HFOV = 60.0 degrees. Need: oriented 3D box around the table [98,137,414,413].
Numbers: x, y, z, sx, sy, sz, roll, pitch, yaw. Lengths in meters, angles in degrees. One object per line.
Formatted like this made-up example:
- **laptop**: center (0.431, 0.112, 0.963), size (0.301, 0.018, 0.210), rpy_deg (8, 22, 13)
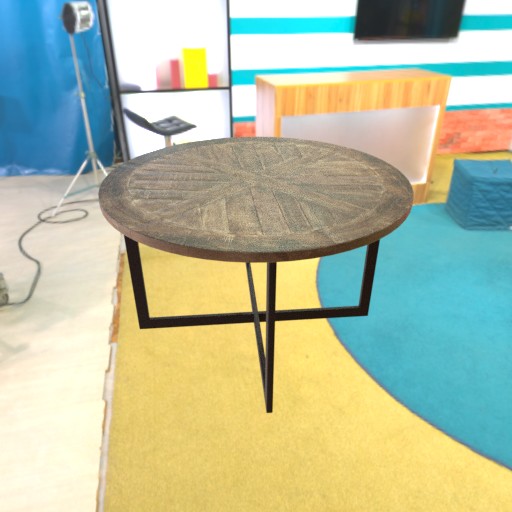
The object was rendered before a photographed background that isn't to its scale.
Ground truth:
- **table**: center (0.000, 0.000, 2.047), size (1.264, 0.762, 1.264), rpy_deg (0, 30, 0)
